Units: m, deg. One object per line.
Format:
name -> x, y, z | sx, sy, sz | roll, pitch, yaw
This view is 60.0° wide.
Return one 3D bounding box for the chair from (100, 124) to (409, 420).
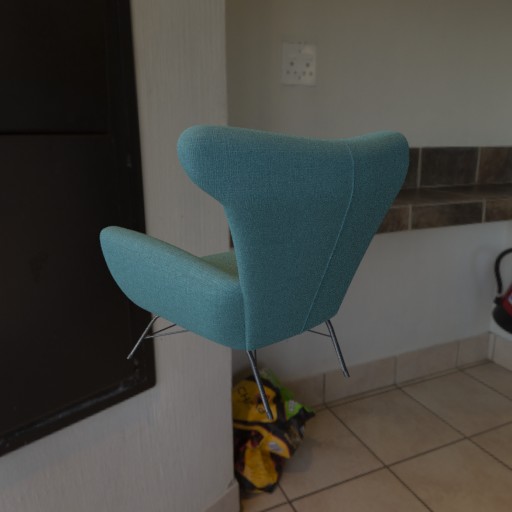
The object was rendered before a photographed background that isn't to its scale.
chair -> 0.000, 0.000, 1.782 | 1.050, 0.980, 0.900 | -13, 19, -41
